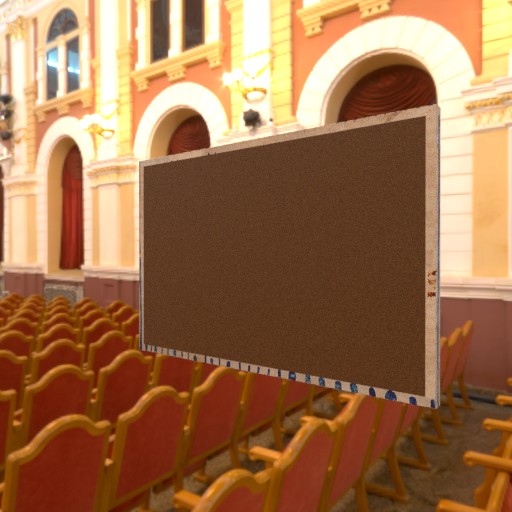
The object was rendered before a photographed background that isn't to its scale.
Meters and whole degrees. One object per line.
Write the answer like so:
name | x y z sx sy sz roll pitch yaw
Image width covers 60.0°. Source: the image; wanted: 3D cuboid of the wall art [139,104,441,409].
wall art | 0.000 0.000 1.169 0.919 0.609 0.030 0 0 37
